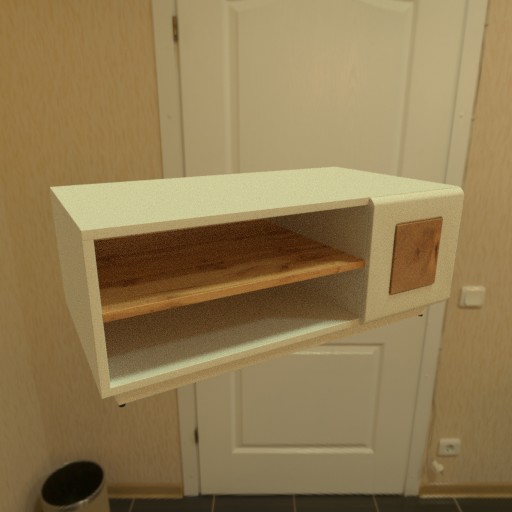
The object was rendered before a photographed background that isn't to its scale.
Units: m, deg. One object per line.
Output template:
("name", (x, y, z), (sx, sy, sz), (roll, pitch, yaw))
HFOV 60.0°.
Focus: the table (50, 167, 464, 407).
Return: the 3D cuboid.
("table", (0.000, 0.000, 1.414), (1.097, 0.442, 0.639), (-10, 20, -28))
